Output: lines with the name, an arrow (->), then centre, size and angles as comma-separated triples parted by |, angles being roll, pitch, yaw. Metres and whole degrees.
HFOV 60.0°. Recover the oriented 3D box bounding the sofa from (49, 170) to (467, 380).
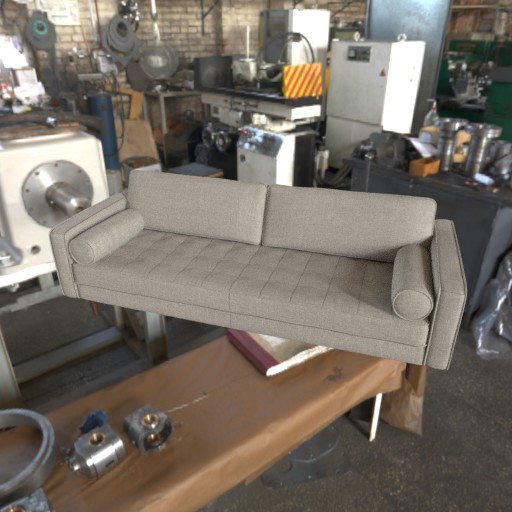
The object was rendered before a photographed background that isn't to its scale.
sofa -> 0.000, 0.000, 2.644 | 2.211, 0.762, 0.914 | 8, 28, 16
